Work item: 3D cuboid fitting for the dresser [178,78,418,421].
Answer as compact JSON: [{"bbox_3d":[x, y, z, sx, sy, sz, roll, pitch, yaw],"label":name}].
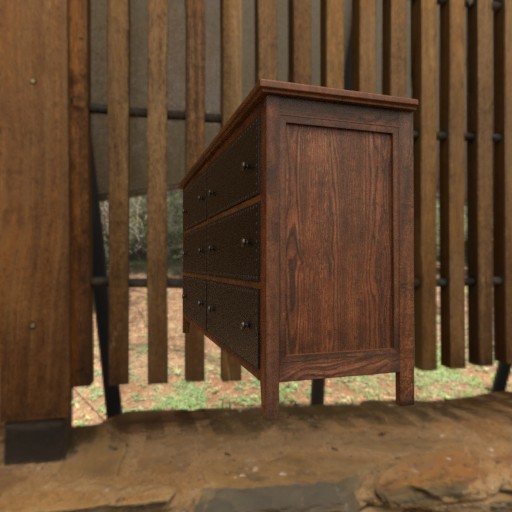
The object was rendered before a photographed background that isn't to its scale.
[{"bbox_3d":[0.000,0.000,1.896,0.463,0.856,1.551,0,-1,-17],"label":"dresser"}]
